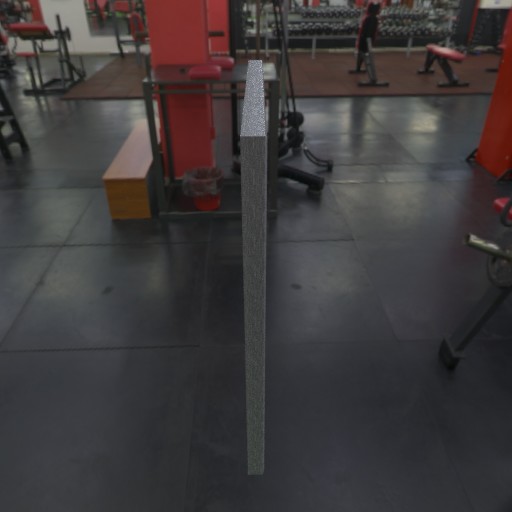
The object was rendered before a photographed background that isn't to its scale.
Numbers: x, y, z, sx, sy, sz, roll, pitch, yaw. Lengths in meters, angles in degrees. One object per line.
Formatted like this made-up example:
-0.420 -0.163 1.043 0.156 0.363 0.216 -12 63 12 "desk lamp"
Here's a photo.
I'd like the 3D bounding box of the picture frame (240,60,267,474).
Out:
0.000 0.000 0.767 0.029 0.559 0.454 0 32 0 "picture frame"
